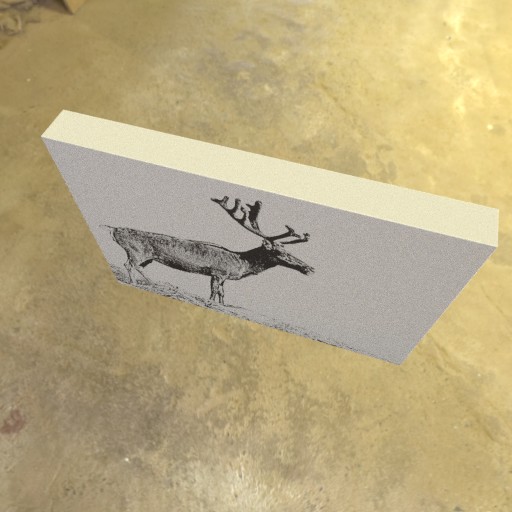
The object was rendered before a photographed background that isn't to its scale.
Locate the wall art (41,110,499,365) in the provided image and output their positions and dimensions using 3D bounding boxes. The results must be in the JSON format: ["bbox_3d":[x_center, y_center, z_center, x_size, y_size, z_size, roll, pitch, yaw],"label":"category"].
[{"bbox_3d":[0.000,0.000,0.472,0.381,0.259,0.038,15,59,10],"label":"wall art"}]
